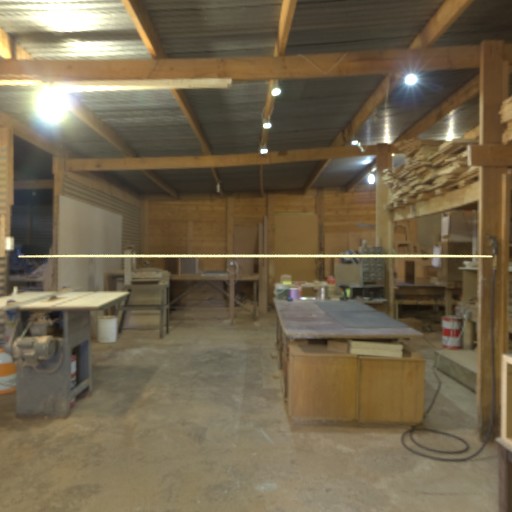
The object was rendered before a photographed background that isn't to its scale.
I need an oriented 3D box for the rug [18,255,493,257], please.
[{"bbox_3d":[0.000,0.000,2.647,2.435,0.009,0.750,0,0,-1],"label":"rug"}]
